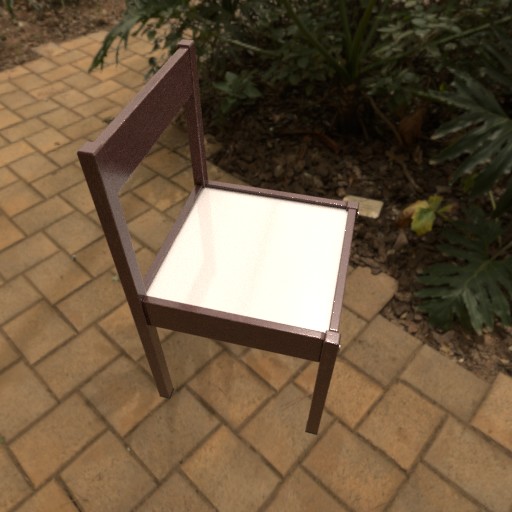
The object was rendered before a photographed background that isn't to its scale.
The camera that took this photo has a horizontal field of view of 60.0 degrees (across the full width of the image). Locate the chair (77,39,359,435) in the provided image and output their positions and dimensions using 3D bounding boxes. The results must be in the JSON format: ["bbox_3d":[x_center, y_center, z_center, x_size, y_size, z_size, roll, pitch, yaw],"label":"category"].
[{"bbox_3d":[0.000,0.000,0.674,0.285,0.505,0.285,10,47,10],"label":"chair"}]
